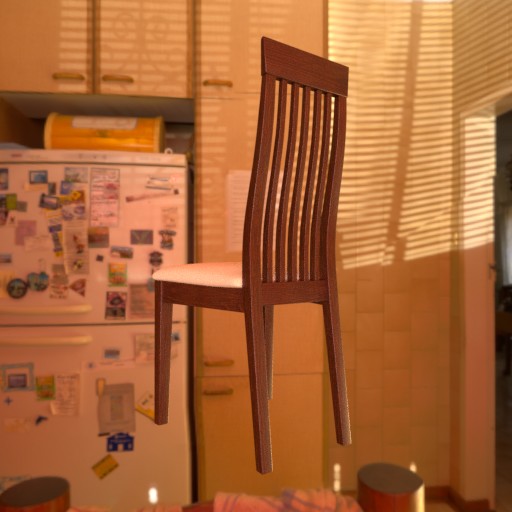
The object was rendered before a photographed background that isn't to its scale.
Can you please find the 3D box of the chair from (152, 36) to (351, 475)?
[{"bbox_3d":[0.000,0.000,1.308,0.460,1.027,0.474,0,0,-36],"label":"chair"}]
